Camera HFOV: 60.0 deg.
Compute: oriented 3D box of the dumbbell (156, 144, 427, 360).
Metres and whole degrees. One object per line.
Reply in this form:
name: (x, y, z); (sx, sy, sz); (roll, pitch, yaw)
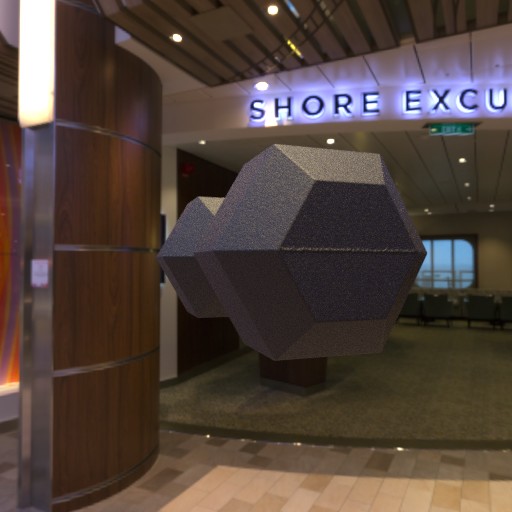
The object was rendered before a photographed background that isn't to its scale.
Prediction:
dumbbell: (0.000, 0.000, 0.473); (0.173, 0.150, 0.384); (0, -1, -19)
